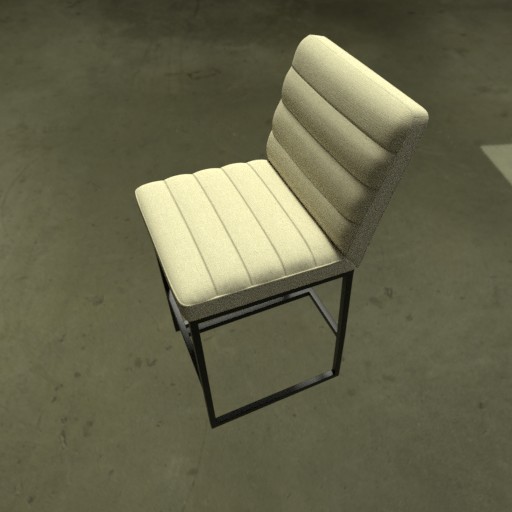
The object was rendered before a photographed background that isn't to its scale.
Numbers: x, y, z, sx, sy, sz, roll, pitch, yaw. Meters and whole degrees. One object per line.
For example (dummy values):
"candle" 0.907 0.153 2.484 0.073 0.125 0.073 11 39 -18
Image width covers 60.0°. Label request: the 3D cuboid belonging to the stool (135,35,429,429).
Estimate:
"stool" 0.000 0.000 1.301 0.560 1.040 0.460 -18 49 -16
